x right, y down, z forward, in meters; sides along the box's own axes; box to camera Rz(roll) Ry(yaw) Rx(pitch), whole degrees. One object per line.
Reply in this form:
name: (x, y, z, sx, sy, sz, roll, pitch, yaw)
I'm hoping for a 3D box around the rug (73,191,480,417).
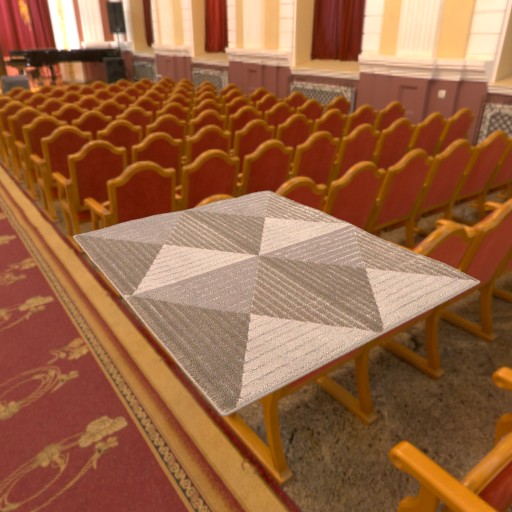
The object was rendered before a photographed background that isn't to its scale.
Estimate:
rug: (0.000, 0.000, 0.888, 0.551, 0.008, 0.642, -18, 31, -31)
